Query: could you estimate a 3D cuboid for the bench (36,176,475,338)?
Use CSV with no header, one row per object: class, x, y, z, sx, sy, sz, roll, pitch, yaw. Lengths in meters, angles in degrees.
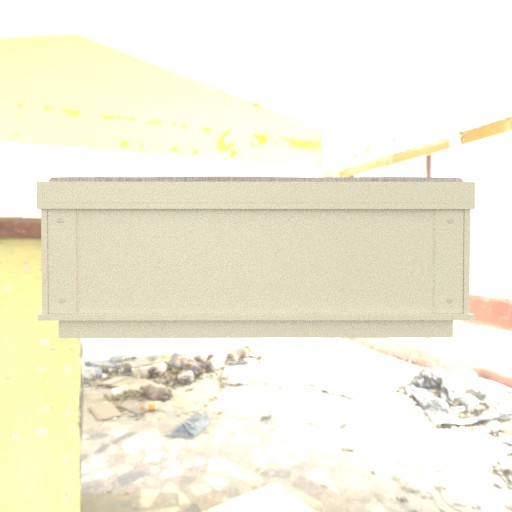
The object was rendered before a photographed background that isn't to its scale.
bench,0.000,0.000,1.393,1.196,0.453,0.363,0,1,0
